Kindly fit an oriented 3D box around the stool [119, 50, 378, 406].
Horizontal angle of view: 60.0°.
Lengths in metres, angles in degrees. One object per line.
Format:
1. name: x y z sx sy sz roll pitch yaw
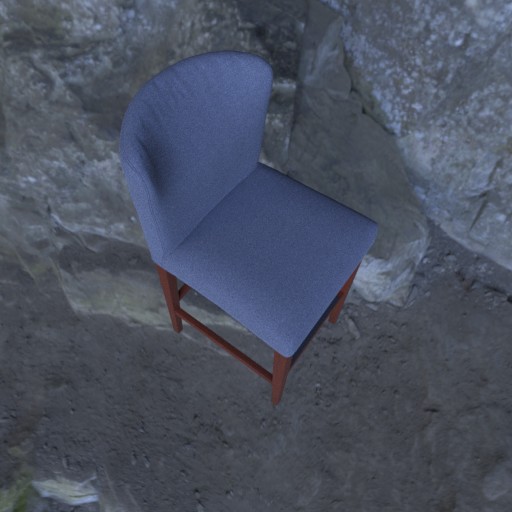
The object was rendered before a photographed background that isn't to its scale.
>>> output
1. stool: 0.000 0.000 1.378 0.568 1.069 0.481 32 63 18
